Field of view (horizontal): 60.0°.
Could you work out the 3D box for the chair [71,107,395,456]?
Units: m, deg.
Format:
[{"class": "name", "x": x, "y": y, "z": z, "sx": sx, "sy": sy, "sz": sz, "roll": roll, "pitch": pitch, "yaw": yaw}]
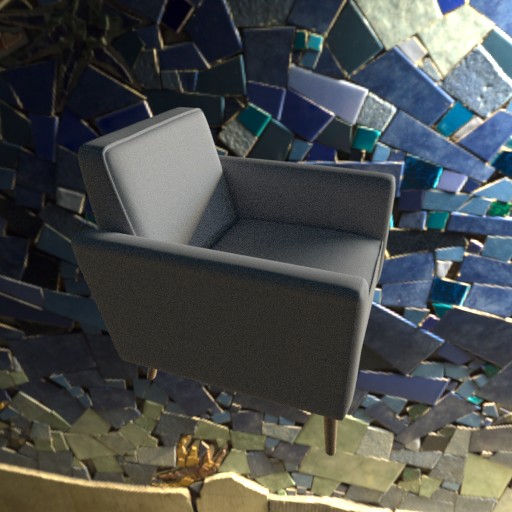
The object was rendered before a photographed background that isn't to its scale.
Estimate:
[{"class": "chair", "x": 0.000, "y": 0.000, "z": 1.394, "sx": 0.750, "sy": 0.780, "sz": 0.780, "roll": 10, "pitch": 31, "yaw": 17}]
